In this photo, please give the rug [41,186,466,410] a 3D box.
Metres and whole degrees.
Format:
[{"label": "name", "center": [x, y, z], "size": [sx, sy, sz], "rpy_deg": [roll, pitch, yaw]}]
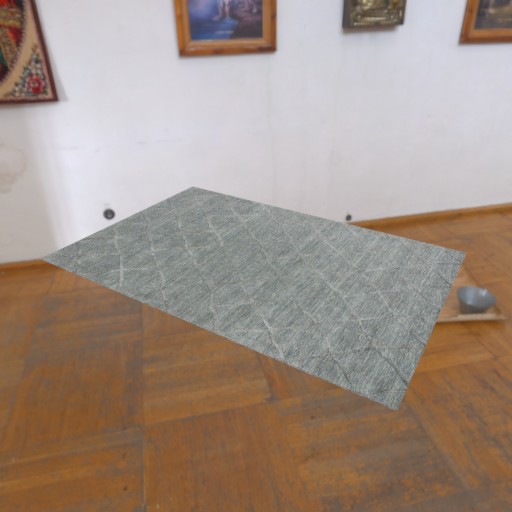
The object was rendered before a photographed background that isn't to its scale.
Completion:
[{"label": "rug", "center": [0.000, 0.000, 2.856], "size": [2.283, 0.006, 1.521], "rpy_deg": [17, 34, 28]}]
